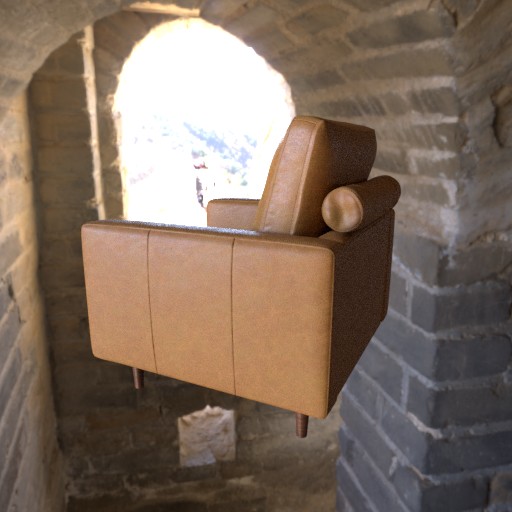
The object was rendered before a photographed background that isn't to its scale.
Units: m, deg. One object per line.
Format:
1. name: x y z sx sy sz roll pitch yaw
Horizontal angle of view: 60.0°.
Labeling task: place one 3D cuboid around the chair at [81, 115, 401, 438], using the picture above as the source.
1. chair: 0.000 0.000 1.544 0.868 0.896 0.831 7 15 26
